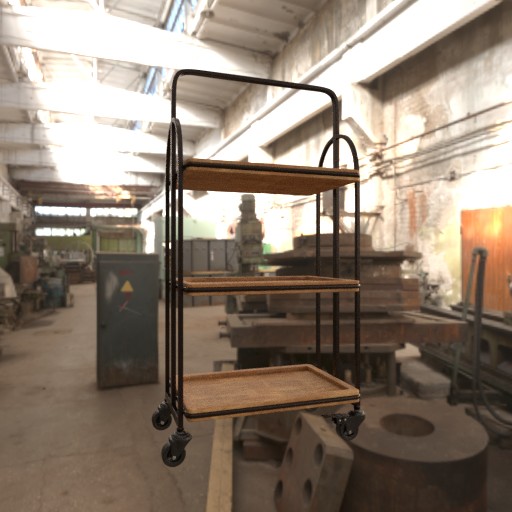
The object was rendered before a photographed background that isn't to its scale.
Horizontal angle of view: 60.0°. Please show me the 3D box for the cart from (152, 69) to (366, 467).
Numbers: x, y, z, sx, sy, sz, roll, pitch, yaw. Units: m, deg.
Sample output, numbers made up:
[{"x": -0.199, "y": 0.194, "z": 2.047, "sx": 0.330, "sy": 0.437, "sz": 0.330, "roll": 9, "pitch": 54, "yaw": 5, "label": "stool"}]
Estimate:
[{"x": 0.000, "y": 0.000, "z": 1.252, "sx": 0.553, "sy": 1.001, "sz": 0.327, "roll": 0, "pitch": 0, "yaw": -19, "label": "cart"}]
